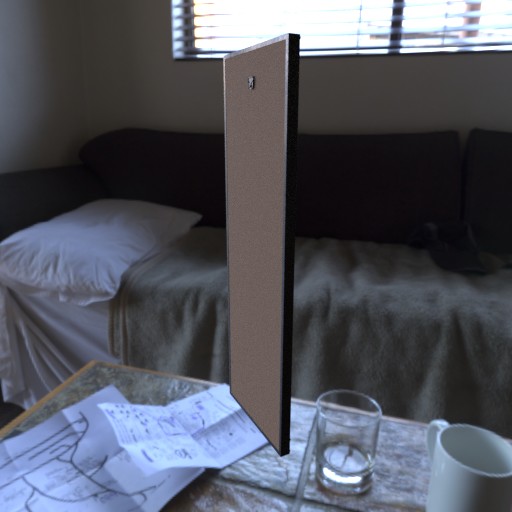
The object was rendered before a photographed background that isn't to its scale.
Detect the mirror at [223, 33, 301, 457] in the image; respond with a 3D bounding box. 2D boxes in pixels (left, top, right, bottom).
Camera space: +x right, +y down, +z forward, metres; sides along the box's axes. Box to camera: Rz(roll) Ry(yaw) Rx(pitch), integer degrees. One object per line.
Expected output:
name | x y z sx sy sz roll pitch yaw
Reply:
mirror | 0.000 0.000 1.240 0.042 1.080 0.354 -8 18 -26
